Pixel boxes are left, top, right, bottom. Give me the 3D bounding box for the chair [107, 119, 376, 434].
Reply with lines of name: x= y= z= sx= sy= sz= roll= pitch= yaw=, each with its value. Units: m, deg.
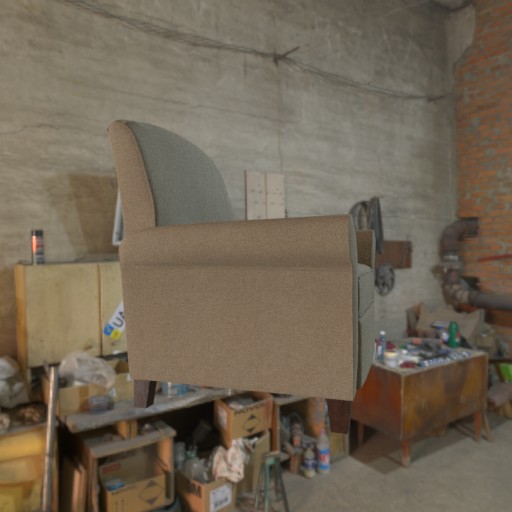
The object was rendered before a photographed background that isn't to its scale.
chair: x=0.000 y=0.000 z=1.786 sx=0.905 sy=1.061 sz=0.978 roll=0 pitch=0 yaw=19
